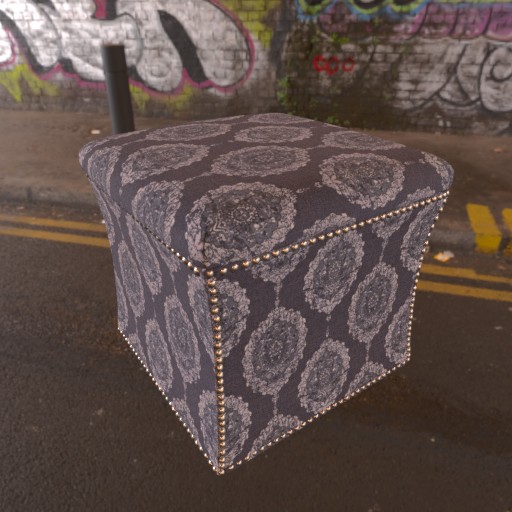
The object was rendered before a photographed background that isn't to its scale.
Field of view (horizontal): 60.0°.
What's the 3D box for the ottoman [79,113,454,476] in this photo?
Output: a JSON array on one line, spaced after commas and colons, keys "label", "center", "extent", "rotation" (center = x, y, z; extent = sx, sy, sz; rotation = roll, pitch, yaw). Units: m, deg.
[{"label": "ottoman", "center": [0.000, 0.000, 0.883], "extent": [0.507, 0.475, 0.497], "rotation": [-19, 34, -30]}]
